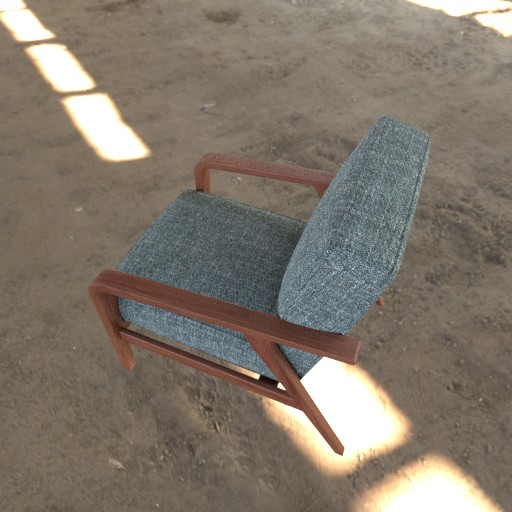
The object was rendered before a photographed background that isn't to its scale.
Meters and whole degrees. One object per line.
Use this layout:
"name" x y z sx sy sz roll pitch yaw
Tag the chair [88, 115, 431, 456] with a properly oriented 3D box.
"chair" 0.000 0.000 1.459 0.889 0.864 0.719 17 48 15
